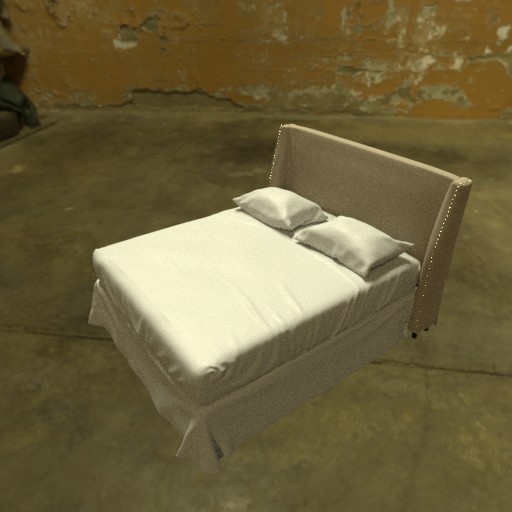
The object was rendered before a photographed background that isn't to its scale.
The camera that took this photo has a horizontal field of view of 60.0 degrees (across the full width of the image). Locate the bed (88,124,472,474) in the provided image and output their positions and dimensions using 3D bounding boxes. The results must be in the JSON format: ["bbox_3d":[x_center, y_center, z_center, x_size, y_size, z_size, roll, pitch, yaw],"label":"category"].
[{"bbox_3d":[0.000,0.000,3.392,2.276,1.332,1.925,-21,36,-31],"label":"bed"}]
